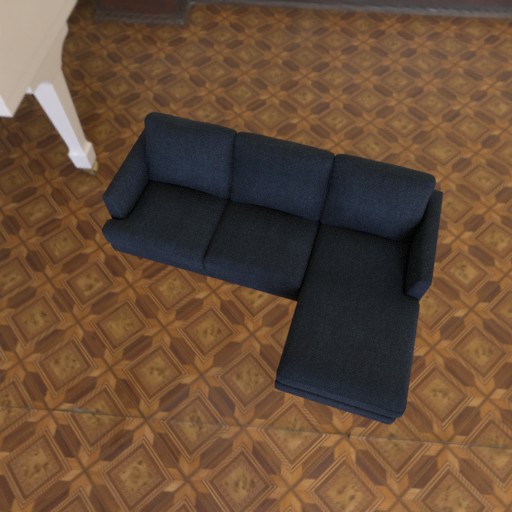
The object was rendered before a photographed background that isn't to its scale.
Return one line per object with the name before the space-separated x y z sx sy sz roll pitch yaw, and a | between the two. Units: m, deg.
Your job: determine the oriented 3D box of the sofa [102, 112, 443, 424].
sofa | 0.000 0.000 3.018 2.233 0.956 1.504 15 60 9
